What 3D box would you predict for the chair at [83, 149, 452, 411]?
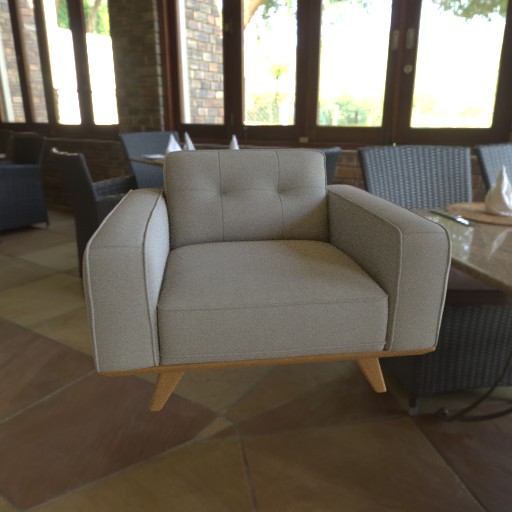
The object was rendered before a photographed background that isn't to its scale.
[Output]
[{"bbox_3d":[0.000,0.000,1.749,1.115,0.779,0.953,-2,18,-7],"label":"chair"}]
